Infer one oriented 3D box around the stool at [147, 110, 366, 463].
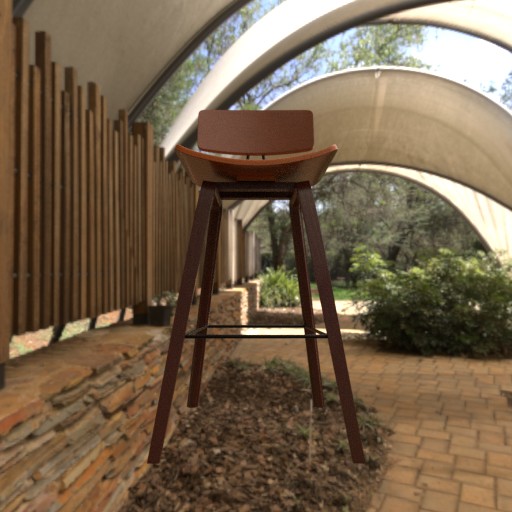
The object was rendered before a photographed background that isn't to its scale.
[{"bbox_3d":[0.000,0.000,1.254,0.509,0.969,0.440,0,0,0],"label":"stool"}]
